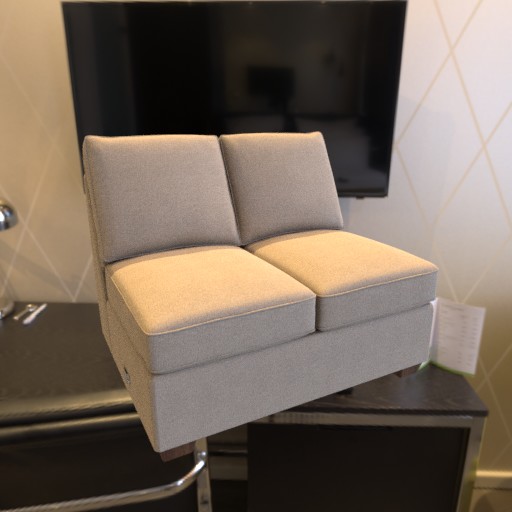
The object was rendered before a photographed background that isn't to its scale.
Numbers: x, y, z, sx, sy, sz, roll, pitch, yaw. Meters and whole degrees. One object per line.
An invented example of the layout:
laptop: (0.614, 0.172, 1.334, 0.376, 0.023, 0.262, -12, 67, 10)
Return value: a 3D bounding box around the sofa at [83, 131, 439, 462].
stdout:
sofa: (0.000, 0.000, 1.922, 1.232, 1.006, 0.978, -9, 19, -26)
